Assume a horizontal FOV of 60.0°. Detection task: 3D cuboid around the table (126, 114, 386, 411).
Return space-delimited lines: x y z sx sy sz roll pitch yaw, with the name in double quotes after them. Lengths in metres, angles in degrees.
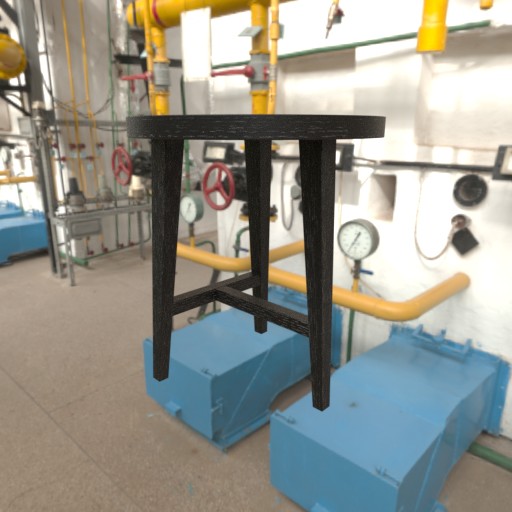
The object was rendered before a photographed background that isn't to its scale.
0.000 0.000 0.771 0.399 0.460 0.399 0 16 0 "table"
